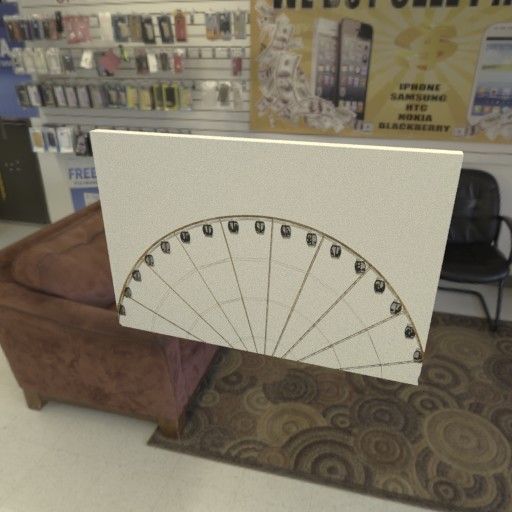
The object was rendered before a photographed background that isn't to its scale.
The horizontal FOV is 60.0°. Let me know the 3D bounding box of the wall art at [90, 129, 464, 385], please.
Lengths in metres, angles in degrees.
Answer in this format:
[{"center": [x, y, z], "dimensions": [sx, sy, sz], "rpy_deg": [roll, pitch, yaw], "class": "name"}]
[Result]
[{"center": [0.000, 0.000, 1.167], "dimensions": [0.898, 0.601, 0.038], "rpy_deg": [8, 26, 16], "class": "wall art"}]
